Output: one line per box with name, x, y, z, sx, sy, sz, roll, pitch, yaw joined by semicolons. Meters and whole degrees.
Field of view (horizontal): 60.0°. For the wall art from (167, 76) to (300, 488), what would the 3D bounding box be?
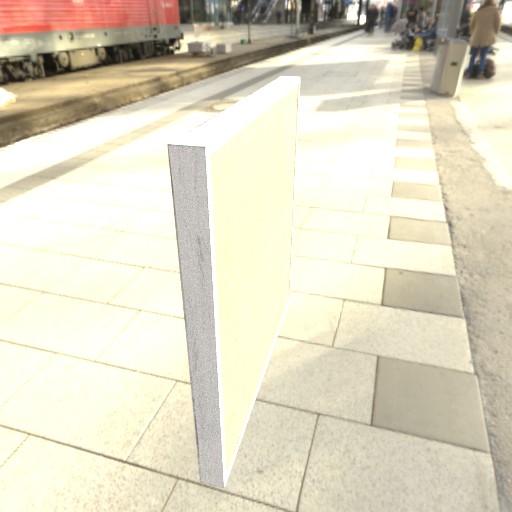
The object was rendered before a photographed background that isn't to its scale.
wall art;0.000;0.000;0.751;0.038;0.508;0.508;7;30;13
